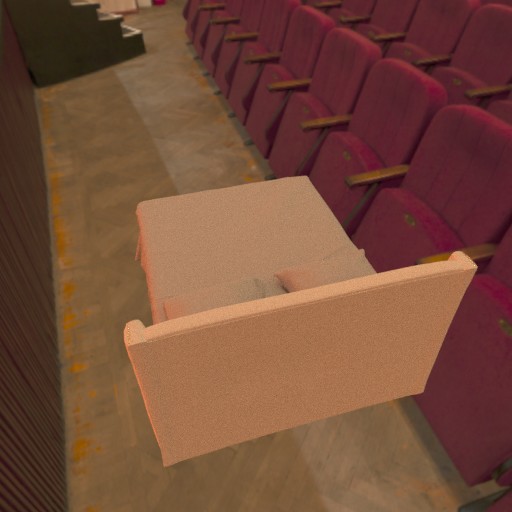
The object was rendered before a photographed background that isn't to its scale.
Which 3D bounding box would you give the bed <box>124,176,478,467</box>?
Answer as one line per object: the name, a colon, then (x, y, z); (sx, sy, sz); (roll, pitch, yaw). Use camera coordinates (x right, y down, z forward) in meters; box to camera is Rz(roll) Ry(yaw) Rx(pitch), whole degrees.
bed: (0.000, 0.000, 3.465); (1.925, 1.332, 2.276); (-11, 43, -12)
